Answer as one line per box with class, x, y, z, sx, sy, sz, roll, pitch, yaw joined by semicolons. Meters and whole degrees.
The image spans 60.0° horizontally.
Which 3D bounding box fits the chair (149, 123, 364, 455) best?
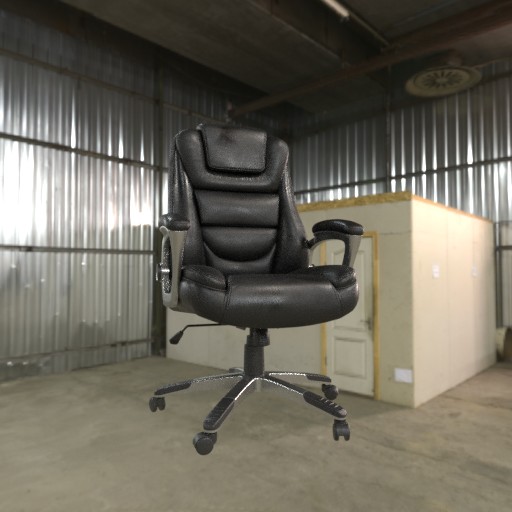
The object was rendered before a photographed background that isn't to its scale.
chair;0.000;0.000;1.540;0.697;1.075;0.689;0;-1;-19
